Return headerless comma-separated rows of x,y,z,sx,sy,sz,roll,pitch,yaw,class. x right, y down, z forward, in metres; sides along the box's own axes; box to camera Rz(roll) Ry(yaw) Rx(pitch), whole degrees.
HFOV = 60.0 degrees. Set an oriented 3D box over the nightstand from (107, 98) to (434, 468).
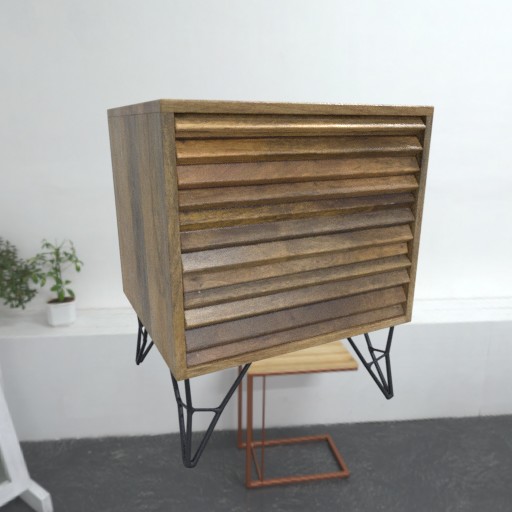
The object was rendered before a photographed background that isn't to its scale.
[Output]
0.000,0.000,0.879,0.457,0.559,0.406,-8,18,-25,nightstand
